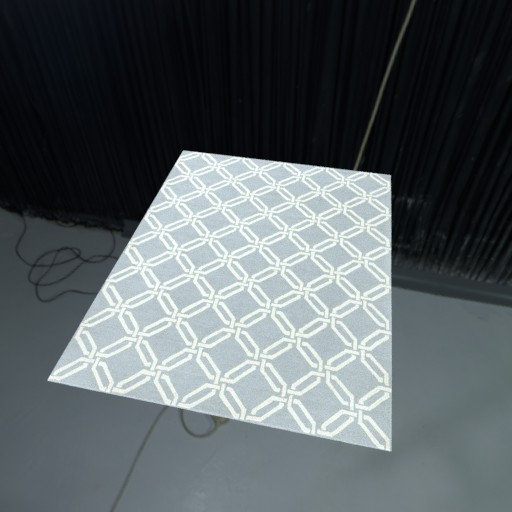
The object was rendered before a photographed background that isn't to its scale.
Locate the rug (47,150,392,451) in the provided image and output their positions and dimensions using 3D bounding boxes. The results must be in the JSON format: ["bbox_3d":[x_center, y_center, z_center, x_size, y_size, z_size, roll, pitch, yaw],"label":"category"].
[{"bbox_3d":[0.000,0.000,3.831,2.288,0.018,2.895,9,46,8],"label":"rug"}]
